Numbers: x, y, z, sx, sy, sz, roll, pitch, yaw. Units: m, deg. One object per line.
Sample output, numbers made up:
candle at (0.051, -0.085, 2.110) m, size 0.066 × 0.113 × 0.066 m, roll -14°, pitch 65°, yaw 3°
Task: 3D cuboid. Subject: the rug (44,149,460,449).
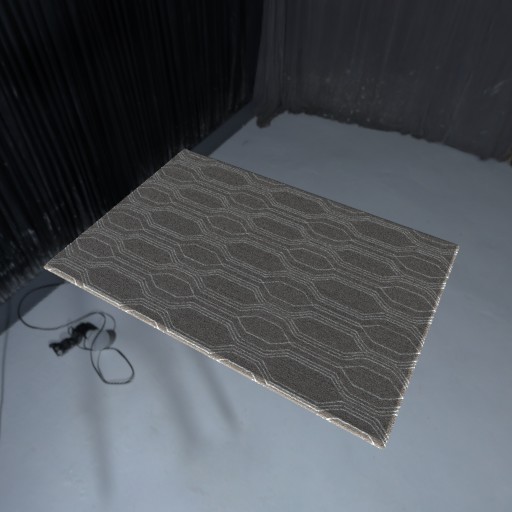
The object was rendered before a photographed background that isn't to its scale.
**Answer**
rug at (0.000, 0.000, 2.348) m, size 1.836 × 0.012 × 1.239 m, roll 23°, pitch 51°, yaw 20°
